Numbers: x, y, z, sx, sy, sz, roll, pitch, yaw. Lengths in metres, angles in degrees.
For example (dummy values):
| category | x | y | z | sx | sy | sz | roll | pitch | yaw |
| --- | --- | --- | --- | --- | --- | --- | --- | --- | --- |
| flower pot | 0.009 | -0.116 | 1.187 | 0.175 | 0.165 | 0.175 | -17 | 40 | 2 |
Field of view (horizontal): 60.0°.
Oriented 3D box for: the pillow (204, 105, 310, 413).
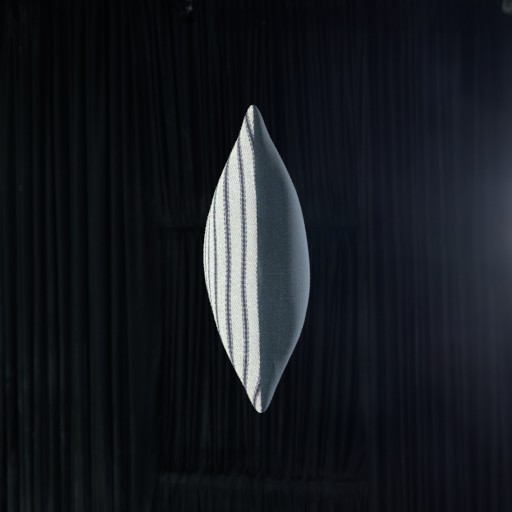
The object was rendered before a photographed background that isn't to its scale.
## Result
| category | x | y | z | sx | sy | sz | roll | pitch | yaw |
| --- | --- | --- | --- | --- | --- | --- | --- | --- | --- |
| pillow | 0.000 | 0.000 | 0.731 | 0.151 | 0.305 | 0.609 | 0 | 1 | 0 |
